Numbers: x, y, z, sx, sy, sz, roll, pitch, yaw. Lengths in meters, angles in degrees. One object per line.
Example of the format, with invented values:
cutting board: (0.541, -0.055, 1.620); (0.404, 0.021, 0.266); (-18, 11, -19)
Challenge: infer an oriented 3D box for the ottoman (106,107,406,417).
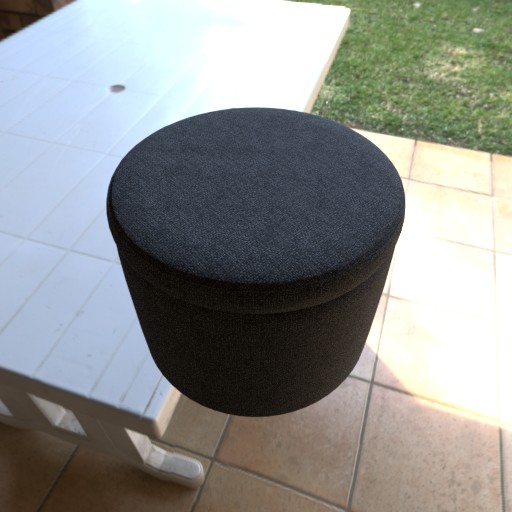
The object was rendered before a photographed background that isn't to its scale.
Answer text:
ottoman: (0.000, 0.000, 0.913); (0.520, 0.430, 0.520); (0, 46, 0)
